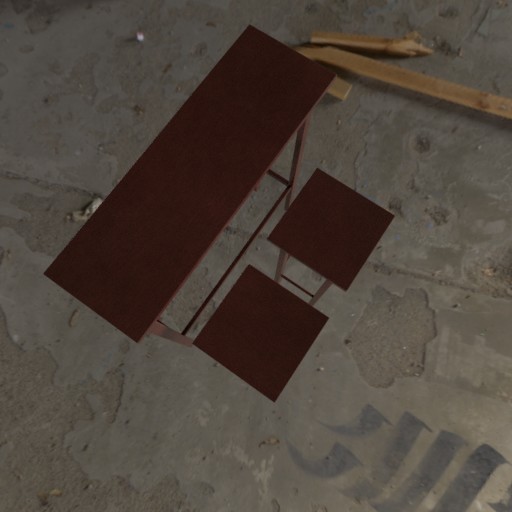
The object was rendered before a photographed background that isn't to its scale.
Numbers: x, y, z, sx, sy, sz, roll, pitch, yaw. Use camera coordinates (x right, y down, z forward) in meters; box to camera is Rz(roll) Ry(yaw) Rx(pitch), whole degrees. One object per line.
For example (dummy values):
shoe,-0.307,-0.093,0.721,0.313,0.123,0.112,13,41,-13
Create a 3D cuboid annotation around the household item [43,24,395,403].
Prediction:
household item,0.000,0.000,1.680,0.676,1.067,0.914,34,78,8
